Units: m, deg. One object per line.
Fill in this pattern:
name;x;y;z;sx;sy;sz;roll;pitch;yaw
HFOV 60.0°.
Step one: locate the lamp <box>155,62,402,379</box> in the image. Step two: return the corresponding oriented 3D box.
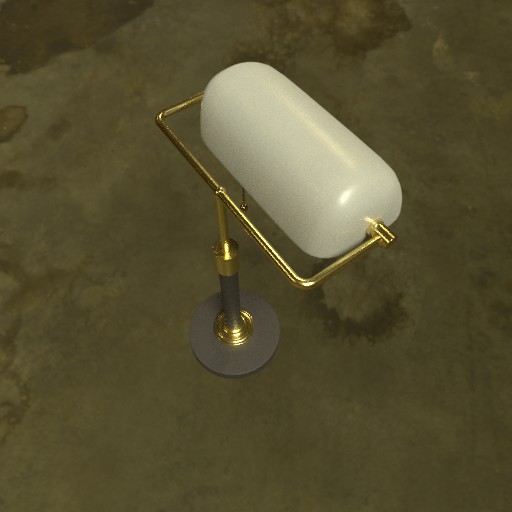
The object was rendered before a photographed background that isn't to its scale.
lamp;0.000;0.000;0.556;0.227;0.404;0.269;-31;63;-18
